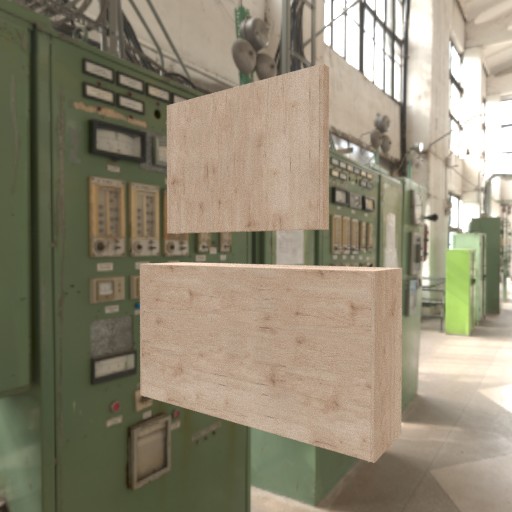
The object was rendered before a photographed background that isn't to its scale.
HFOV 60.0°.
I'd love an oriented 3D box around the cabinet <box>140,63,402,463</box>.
[{"bbox_3d":[0.000,0.000,2.780,1.700,1.981,0.420,1,1,36],"label":"cabinet"}]
